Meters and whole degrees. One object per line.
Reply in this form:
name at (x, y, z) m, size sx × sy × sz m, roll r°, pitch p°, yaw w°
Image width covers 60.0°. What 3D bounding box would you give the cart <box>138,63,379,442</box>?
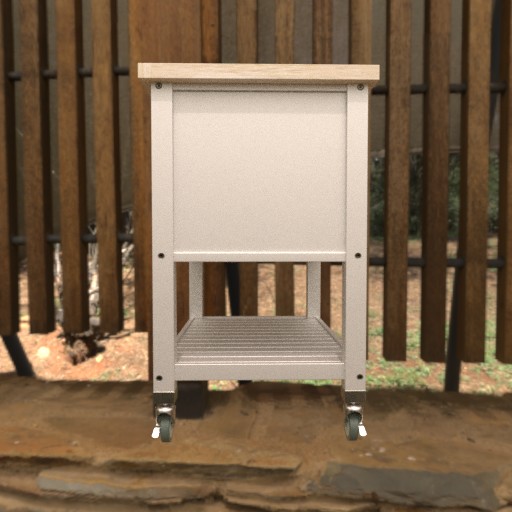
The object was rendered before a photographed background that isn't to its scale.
cart at (0.000, 0.000, 1.420) m, size 0.559 × 0.914 × 0.762 m, roll 0°, pitch 2°, yaw -1°
